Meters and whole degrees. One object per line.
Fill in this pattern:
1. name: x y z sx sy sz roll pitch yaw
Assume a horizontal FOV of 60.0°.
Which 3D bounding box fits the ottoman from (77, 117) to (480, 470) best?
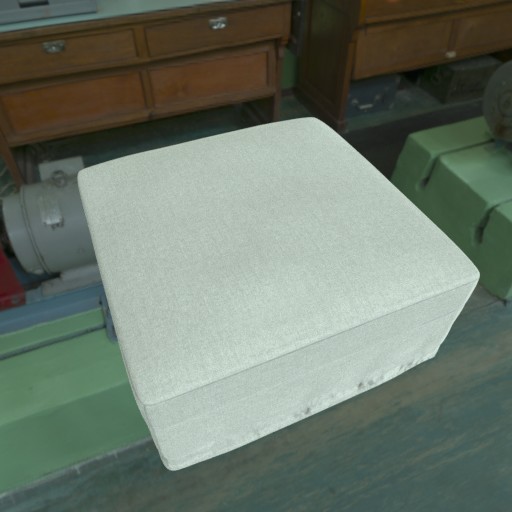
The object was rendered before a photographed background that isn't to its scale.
1. ottoman: 0.000 0.000 1.303 0.843 0.436 0.840 -18 49 -16
